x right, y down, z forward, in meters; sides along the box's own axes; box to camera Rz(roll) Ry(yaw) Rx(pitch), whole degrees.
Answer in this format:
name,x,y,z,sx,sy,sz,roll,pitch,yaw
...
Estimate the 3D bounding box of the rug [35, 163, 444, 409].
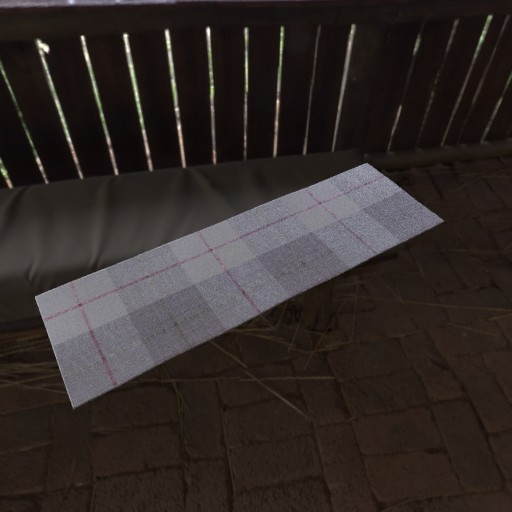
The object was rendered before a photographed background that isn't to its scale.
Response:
name,x,y,z,sx,sy,sz,roll,pitch,yaw
rug,0.000,0.000,2.698,2.439,0.013,0.762,-24,51,-21
